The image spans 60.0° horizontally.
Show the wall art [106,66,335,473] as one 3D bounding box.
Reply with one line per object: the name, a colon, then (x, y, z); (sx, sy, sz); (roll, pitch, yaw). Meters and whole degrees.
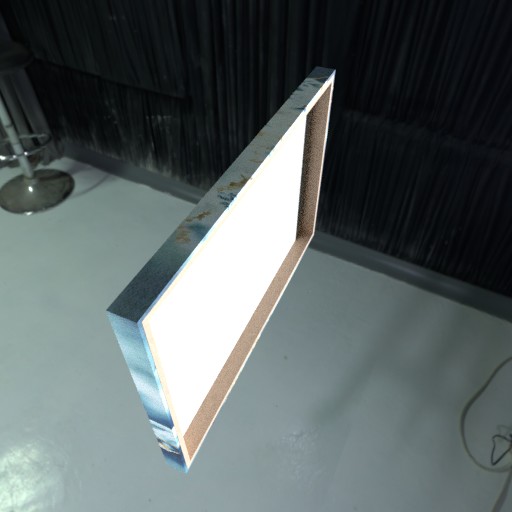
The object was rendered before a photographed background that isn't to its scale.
wall art: (0.000, 0.000, 0.753); (0.036, 0.405, 0.607); (18, 49, 17)
